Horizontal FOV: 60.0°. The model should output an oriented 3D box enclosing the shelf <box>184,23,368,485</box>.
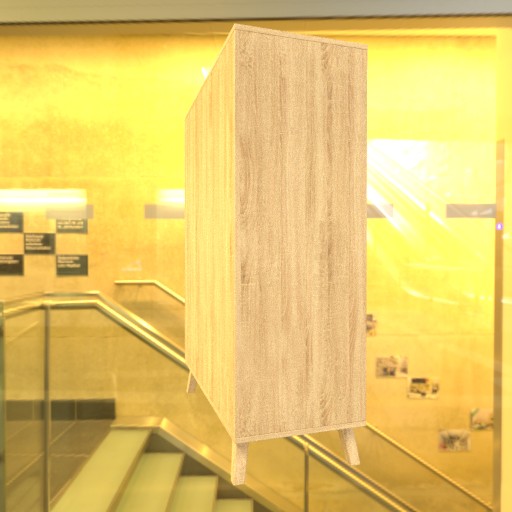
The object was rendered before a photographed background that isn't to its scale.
[{"bbox_3d":[0.000,0.000,1.862,0.450,1.390,1.000,0,1,-18],"label":"shelf"}]
